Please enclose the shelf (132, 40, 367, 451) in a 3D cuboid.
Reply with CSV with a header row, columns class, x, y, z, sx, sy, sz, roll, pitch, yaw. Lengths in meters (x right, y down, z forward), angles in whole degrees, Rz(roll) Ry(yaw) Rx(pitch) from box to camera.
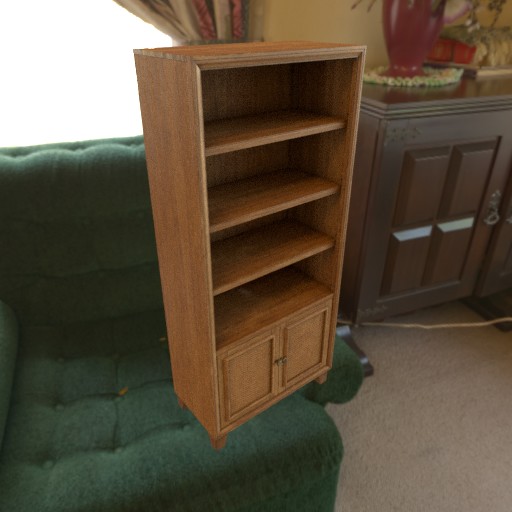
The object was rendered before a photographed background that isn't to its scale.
class,x,y,z,sx,sy,sz,roll,pitch,yaw
shelf,0.000,0.000,2.258,0.864,1.930,0.453,-21,35,-33
